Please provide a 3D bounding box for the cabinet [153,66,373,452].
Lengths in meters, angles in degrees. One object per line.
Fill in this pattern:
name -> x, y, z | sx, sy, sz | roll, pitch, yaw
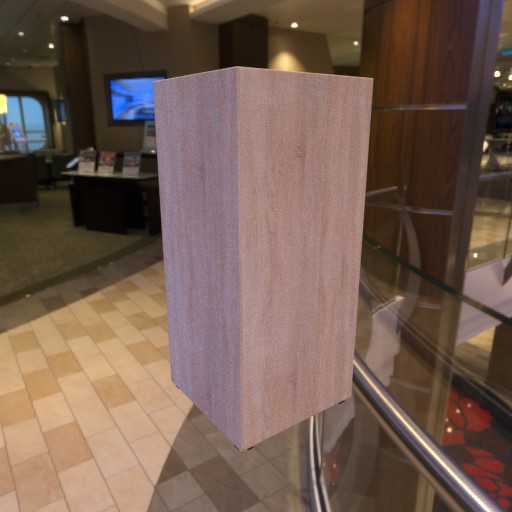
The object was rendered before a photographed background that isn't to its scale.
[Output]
cabinet -> 0.000, 0.000, 2.836 | 1.327, 2.120, 1.094 | 3, 17, 9
